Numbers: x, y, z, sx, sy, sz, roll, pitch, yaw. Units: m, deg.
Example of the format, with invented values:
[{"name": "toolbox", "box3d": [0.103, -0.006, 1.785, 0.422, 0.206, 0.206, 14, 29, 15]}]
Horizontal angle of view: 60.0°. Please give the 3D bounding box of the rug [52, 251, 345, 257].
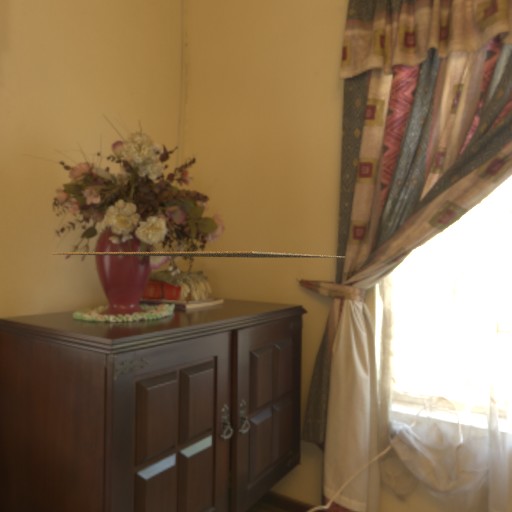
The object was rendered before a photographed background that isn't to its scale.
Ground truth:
[{"name": "rug", "box3d": [0.000, 0.000, 2.661, 0.783, 0.006, 2.438, 0, -1, 18]}]
